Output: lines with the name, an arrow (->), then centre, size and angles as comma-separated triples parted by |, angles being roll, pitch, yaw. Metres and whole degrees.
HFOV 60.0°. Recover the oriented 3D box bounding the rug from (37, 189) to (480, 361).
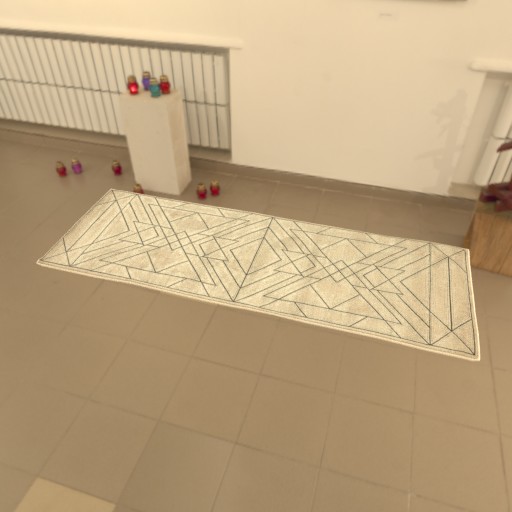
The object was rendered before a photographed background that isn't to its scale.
rug -> 0.000, 0.000, 2.572 | 2.381, 0.036, 0.831 | 11, 42, 12
